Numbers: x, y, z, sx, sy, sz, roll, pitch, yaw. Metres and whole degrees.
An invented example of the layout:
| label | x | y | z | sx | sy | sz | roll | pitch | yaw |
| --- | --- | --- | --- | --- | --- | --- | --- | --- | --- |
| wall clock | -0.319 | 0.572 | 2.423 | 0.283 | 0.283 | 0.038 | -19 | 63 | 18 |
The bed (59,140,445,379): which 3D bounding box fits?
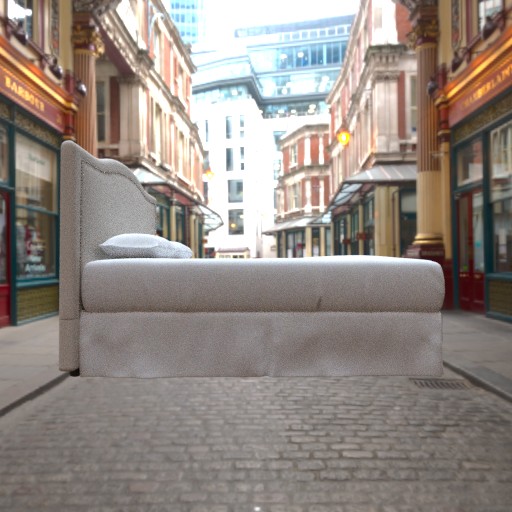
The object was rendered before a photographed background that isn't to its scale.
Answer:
| label | x | y | z | sx | sy | sz | roll | pitch | yaw |
| --- | --- | --- | --- | --- | --- | --- | --- | --- | --- |
| bed | 0.000 | 0.000 | 3.458 | 2.182 | 1.421 | 2.083 | 0 | -1 | 0 |
